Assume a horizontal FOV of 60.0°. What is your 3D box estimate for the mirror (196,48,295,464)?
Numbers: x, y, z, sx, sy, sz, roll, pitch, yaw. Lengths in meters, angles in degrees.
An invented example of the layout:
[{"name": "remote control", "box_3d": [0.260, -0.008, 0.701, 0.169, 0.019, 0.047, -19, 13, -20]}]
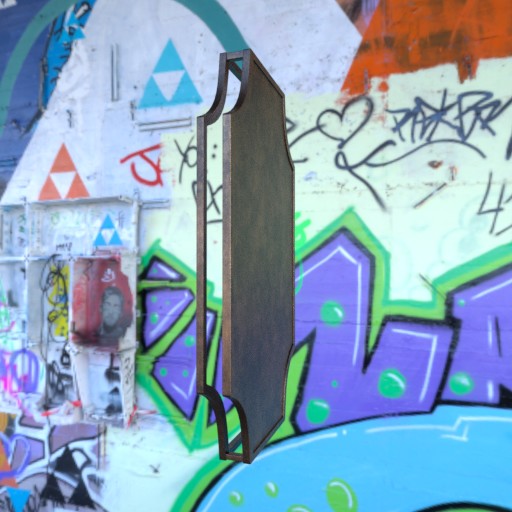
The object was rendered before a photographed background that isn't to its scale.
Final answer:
[{"name": "mirror", "box_3d": [0.000, 0.000, 0.994, 0.066, 0.811, 0.462, 0, -1, 19]}]
